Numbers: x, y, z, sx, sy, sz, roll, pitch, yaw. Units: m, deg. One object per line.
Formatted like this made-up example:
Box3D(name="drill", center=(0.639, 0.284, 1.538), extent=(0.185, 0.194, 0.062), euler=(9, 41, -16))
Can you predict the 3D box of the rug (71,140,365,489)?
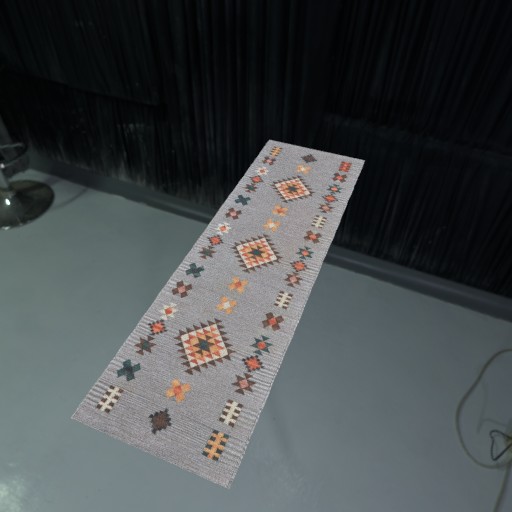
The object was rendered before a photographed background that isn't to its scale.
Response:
Box3D(name="rug", center=(0.000, 0.000, 2.621), extent=(0.766, 0.008, 2.432), euler=(16, 48, 15))
